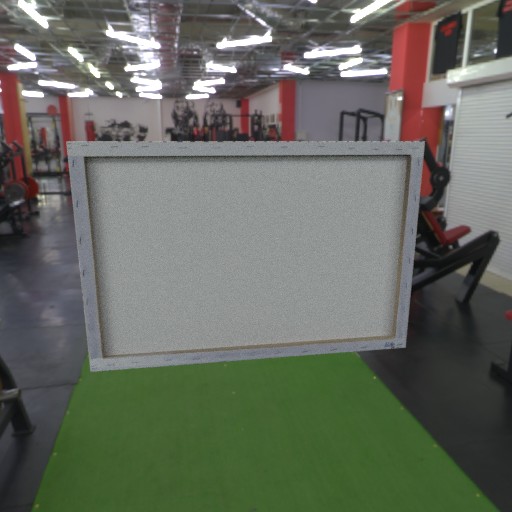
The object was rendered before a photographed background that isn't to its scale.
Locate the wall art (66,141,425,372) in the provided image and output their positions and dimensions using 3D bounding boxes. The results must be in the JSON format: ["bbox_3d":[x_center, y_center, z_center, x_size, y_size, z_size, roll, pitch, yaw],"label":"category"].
[{"bbox_3d":[0.000,0.000,1.513,1.143,0.757,0.038,-2,15,-9],"label":"wall art"}]
